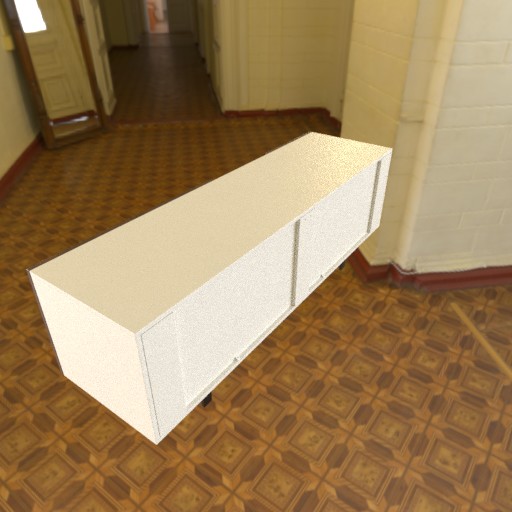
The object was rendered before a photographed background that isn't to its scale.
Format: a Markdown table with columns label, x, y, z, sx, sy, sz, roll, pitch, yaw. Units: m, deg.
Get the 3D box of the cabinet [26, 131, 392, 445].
| label | x | y | z | sx | sy | sz | roll | pitch | yaw |
| --- | --- | --- | --- | --- | --- | --- | --- | --- | --- |
| cabinet | 0.000 | 0.000 | 1.731 | 0.431 | 0.533 | 1.499 | 21 | 38 | 30 |
